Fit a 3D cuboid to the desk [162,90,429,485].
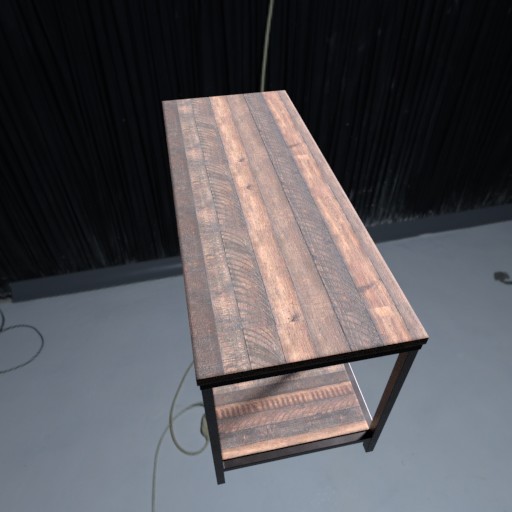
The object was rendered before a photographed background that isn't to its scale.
[{"bbox_3d":[0.000,0.000,1.928,0.617,0.753,1.538,-8,45,-8],"label":"desk"}]
